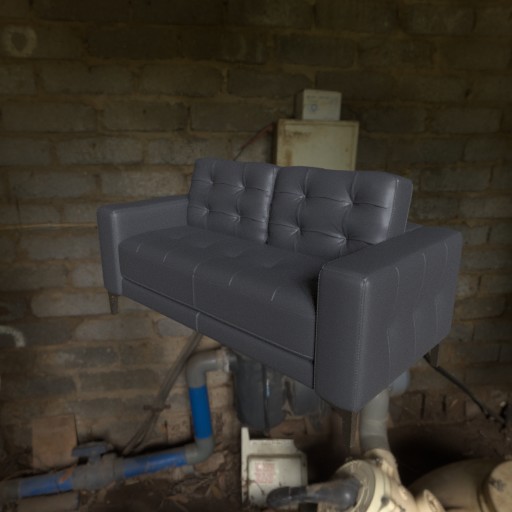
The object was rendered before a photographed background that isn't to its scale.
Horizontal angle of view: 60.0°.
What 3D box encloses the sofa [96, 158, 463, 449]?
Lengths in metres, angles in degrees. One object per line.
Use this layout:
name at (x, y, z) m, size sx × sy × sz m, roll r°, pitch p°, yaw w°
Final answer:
sofa at (0.000, 0.000, 2.226) m, size 1.726 × 0.893 × 0.833 m, roll 16°, pitch 23°, yaw 41°
